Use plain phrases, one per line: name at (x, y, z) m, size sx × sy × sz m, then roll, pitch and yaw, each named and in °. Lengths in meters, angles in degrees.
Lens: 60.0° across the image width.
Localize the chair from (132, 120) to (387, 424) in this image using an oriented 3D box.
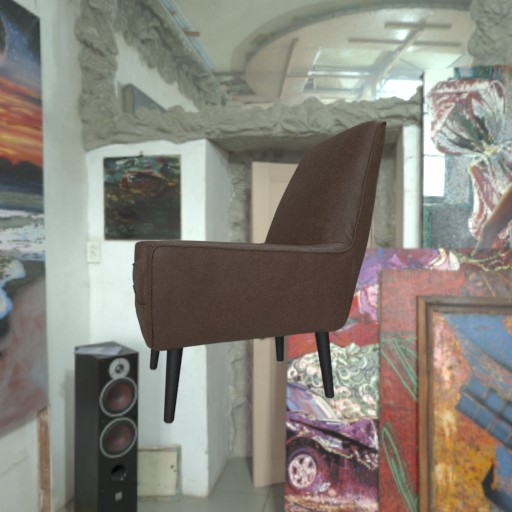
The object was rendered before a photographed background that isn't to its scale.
chair at (0.000, 0.000, 1.542) m, size 0.824 × 0.888 × 0.787 m, roll -1°, pitch 2°, yaw -17°
